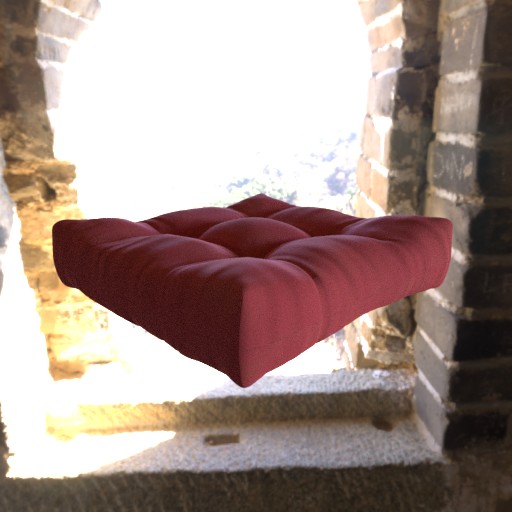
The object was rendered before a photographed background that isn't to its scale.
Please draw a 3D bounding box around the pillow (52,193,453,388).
[{"bbox_3d":[0.000,0.000,0.725,0.468,0.128,0.490,15,22,43],"label":"pillow"}]
